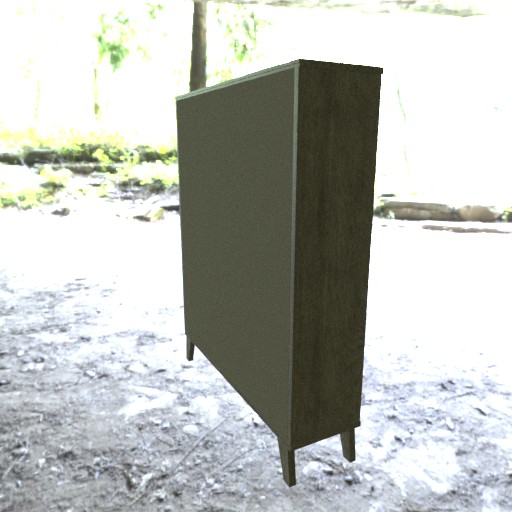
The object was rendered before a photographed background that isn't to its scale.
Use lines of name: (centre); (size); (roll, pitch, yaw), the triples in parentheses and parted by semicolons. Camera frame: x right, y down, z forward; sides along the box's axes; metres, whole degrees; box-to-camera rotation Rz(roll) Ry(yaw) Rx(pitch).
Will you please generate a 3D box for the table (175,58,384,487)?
table: (0.000, 0.000, 1.568); (0.256, 1.135, 0.902); (-7, 16, -27)
